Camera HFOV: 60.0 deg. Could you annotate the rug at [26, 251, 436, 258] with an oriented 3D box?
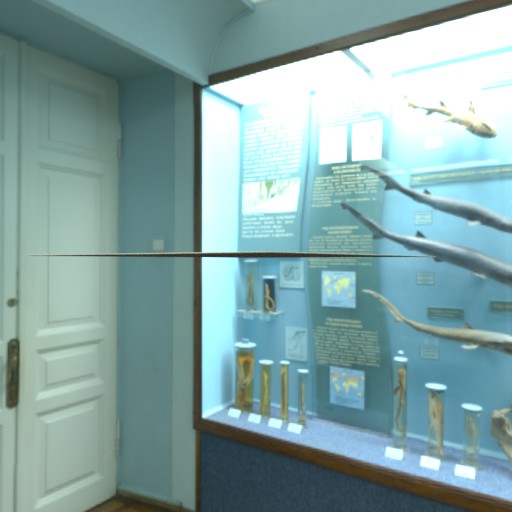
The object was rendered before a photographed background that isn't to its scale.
[{"bbox_3d":[0.000,0.000,4.120,2.421,0.008,3.045,0,-1,36],"label":"rug"}]
